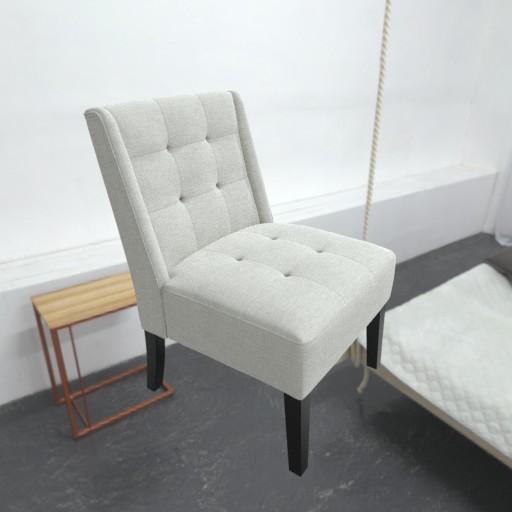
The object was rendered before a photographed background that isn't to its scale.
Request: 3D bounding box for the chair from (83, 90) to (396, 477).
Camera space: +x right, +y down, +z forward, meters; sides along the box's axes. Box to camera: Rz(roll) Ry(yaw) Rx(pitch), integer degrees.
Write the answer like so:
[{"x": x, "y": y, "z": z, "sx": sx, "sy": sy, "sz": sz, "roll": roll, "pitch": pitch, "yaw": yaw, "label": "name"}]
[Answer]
[{"x": 0.000, "y": 0.000, "z": 1.297, "sx": 0.676, "sy": 0.853, "sz": 0.569, "roll": 17, "pitch": 30, "yaw": 32, "label": "chair"}]
